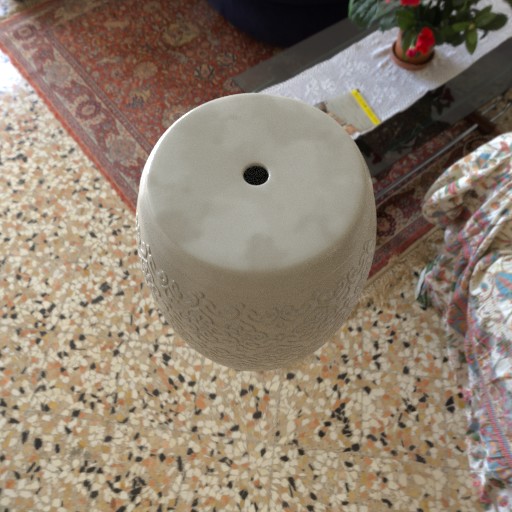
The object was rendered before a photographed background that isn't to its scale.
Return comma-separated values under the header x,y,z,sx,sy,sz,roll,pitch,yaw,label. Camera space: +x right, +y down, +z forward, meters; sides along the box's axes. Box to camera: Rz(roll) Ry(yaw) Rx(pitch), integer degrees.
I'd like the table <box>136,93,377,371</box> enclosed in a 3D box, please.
x,y,z,sx,sy,sz,roll,pitch,yaw,label
0.000,0.000,0.637,0.309,0.397,0.309,0,64,0,table
